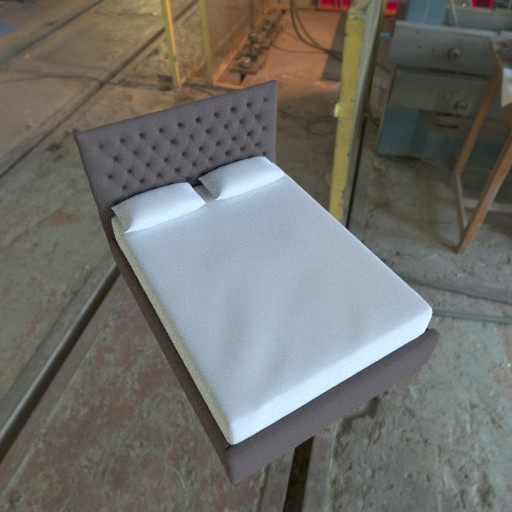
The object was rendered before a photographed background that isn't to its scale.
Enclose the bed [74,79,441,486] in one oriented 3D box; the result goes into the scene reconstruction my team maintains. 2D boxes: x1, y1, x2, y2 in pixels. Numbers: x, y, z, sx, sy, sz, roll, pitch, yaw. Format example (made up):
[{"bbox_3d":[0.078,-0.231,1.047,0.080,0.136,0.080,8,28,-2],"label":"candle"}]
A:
[{"bbox_3d":[0.000,0.000,3.244,1.696,1.426,2.233,-23,50,-21],"label":"bed"}]
